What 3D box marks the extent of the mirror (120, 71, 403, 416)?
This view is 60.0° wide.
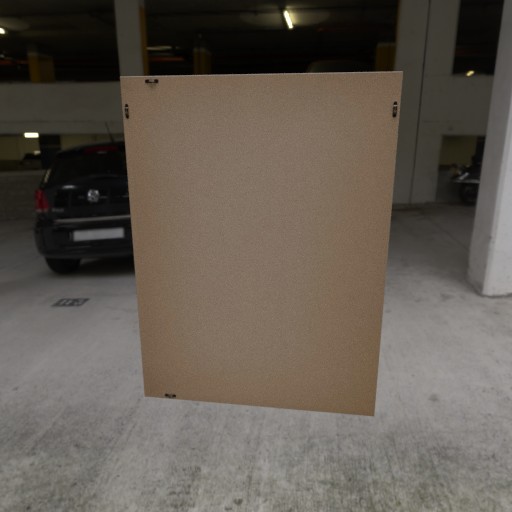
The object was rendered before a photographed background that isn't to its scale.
[{"bbox_3d":[0.000,0.000,1.335,0.762,1.016,0.041,2,16,8],"label":"mirror"}]
